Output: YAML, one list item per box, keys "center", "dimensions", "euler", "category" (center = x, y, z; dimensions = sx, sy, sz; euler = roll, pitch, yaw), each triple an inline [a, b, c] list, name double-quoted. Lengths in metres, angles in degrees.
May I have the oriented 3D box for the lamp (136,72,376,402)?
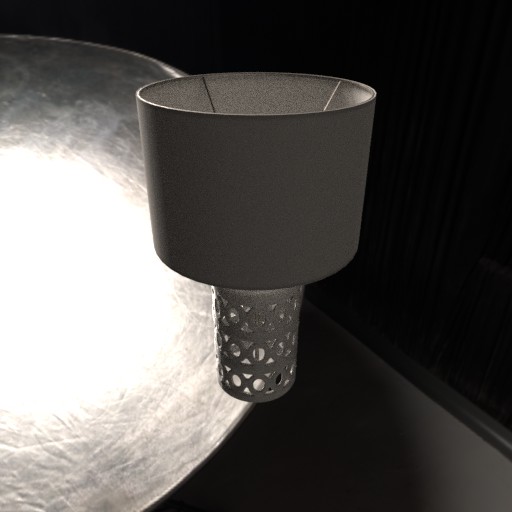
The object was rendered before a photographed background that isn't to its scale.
- center: [0.000, 0.000, 0.703]
  dimensions: [0.310, 0.502, 0.310]
  euler: [0, 30, 0]
  category: "lamp"
